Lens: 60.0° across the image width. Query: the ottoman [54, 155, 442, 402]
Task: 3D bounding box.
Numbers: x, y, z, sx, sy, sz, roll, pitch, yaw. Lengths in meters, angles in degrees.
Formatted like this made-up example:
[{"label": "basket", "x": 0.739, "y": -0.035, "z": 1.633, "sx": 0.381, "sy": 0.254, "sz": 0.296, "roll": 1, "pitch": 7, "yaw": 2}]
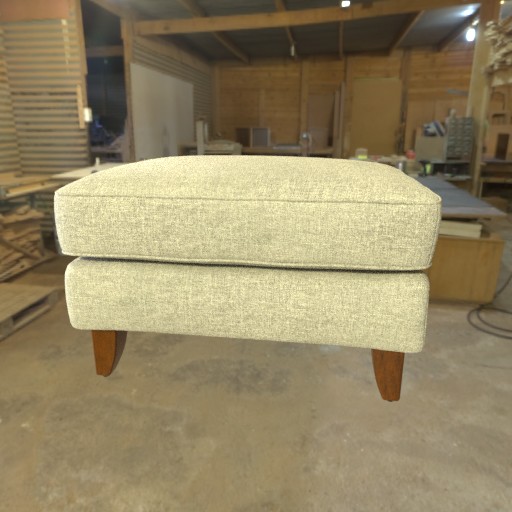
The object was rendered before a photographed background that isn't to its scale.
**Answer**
[{"label": "ottoman", "x": 0.000, "y": 0.000, "z": 1.304, "sx": 0.889, "sy": 0.561, "sz": 0.661, "roll": 2, "pitch": 17, "yaw": 8}]
